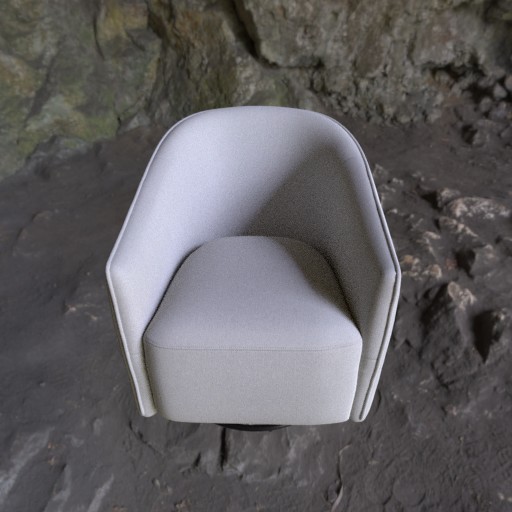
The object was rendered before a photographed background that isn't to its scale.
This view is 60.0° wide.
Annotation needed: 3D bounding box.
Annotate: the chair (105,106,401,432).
[{"bbox_3d":[0.000,0.000,1.466,0.747,0.799,0.875,1,30,1],"label":"chair"}]
